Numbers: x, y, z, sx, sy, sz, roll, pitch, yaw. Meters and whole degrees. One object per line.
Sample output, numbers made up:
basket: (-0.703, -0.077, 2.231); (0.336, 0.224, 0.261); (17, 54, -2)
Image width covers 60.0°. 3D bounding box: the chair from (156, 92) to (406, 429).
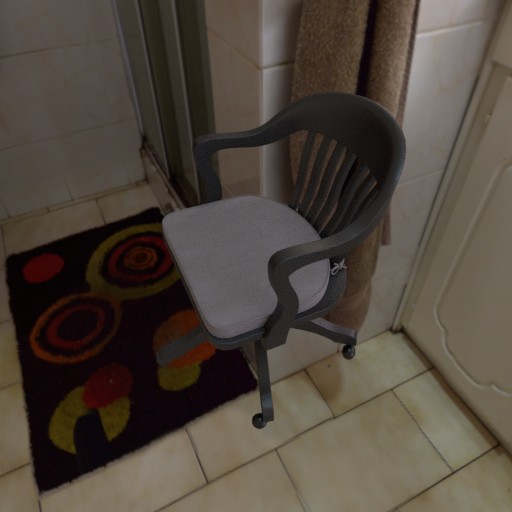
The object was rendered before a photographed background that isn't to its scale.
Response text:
chair: (0.000, 0.000, 1.449); (0.788, 0.878, 0.750); (-18, 48, -17)
